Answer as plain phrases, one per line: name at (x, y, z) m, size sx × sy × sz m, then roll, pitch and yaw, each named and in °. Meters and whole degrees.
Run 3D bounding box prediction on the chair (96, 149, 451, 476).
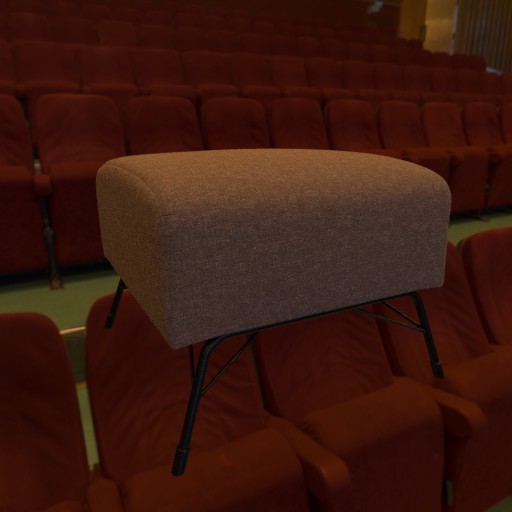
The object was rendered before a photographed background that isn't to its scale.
chair at (0.000, 0.000, 0.879) m, size 0.530 × 0.410 × 0.530 m, roll -9°, pitch 18°, yaw -27°
